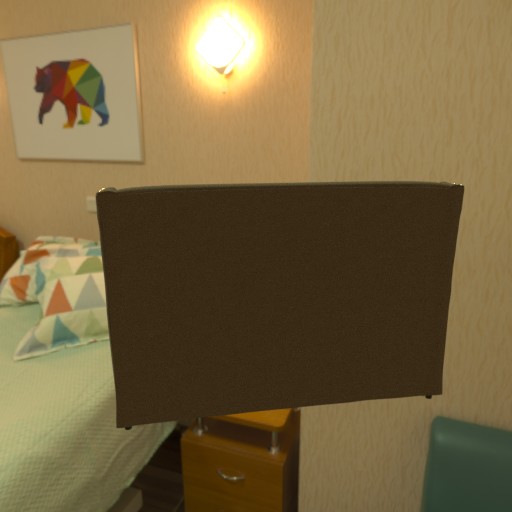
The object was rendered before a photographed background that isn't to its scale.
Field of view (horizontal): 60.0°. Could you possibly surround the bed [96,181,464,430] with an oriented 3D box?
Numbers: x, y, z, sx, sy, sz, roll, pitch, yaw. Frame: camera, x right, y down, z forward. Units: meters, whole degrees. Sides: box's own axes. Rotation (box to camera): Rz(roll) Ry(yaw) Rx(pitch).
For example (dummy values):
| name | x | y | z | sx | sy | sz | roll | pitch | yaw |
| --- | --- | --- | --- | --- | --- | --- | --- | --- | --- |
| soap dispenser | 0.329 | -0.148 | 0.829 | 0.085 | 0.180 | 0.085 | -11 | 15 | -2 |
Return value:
| name | x | y | z | sx | sy | sz | roll | pitch | yaw |
| --- | --- | --- | --- | --- | --- | --- | --- | --- | --- |
| bed | 0.000 | 0.000 | 3.451 | 1.925 | 1.332 | 2.276 | -2 | 15 | -9 |
